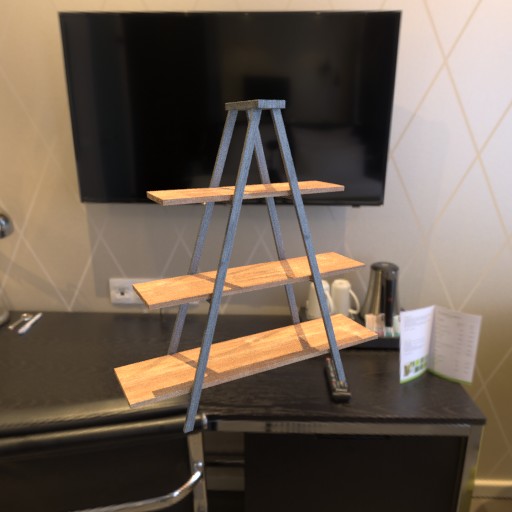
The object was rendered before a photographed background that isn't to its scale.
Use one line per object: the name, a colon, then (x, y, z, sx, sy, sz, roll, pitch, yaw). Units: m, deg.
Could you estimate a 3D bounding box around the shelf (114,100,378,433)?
shelf: (0.000, 0.000, 2.750, 1.746, 1.808, 0.508, -9, 18, -27)
